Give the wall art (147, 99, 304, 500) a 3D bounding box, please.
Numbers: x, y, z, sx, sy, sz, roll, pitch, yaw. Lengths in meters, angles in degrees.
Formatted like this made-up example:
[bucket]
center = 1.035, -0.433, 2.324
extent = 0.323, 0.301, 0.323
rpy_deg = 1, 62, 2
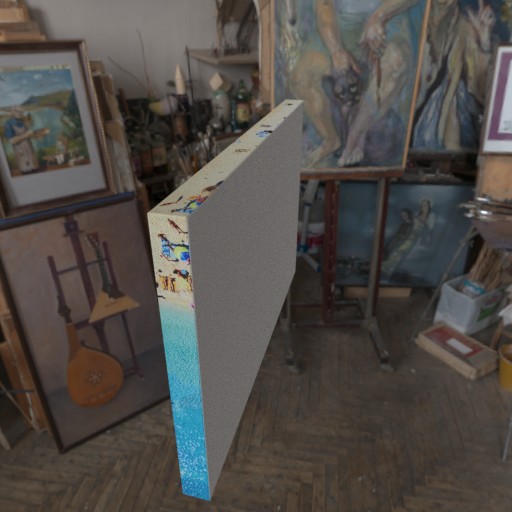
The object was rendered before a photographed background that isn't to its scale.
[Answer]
[wall art]
center = 0.000, 0.000, 0.746
extent = 0.039, 0.406, 0.609
rpy_deg = 7, 30, 13
